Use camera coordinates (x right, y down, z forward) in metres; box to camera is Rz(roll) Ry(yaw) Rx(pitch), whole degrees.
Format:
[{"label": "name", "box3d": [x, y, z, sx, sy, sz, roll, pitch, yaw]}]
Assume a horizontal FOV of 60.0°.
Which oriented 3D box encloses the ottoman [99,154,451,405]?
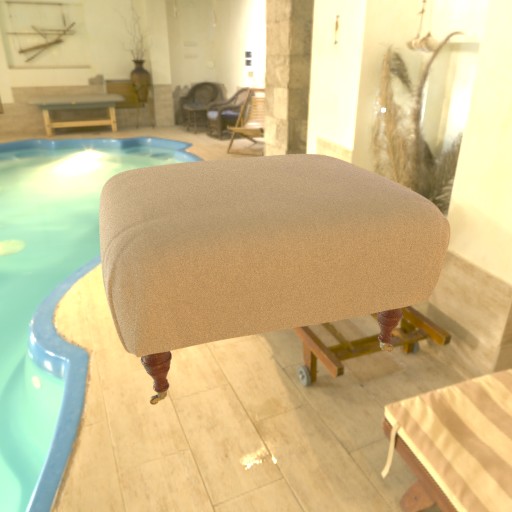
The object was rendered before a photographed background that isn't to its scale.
[{"label": "ottoman", "box3d": [0.000, 0.000, 1.155, 0.746, 0.450, 0.622, -8, 26, -17]}]
